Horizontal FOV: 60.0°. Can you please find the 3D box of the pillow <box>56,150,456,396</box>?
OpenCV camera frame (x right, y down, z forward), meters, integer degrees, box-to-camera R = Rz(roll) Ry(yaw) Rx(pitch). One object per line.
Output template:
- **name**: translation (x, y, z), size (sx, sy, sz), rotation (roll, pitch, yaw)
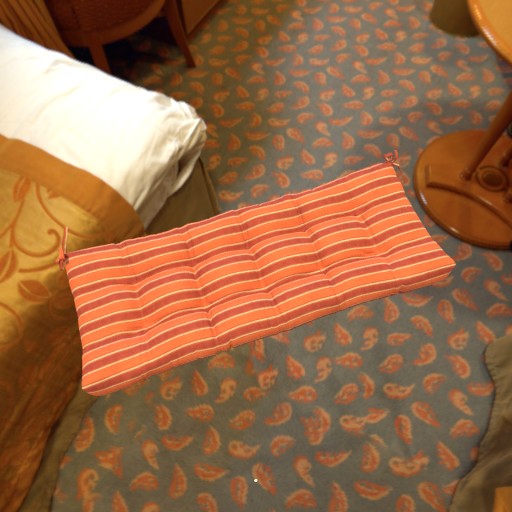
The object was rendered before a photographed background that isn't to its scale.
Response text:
- **pillow**: translation (0.000, 0.000, 1.375), size (1.194, 0.174, 0.511), rotation (-17, 64, -8)
